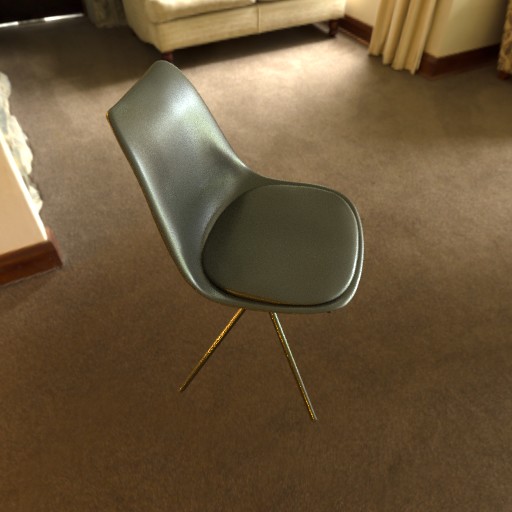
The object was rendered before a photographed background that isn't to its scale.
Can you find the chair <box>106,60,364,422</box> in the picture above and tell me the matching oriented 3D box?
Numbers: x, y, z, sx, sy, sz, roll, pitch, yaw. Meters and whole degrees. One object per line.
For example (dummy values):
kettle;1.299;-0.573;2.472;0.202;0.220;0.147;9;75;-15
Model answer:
chair;0.000;0.000;1.133;0.525;0.850;0.461;9;46;9
